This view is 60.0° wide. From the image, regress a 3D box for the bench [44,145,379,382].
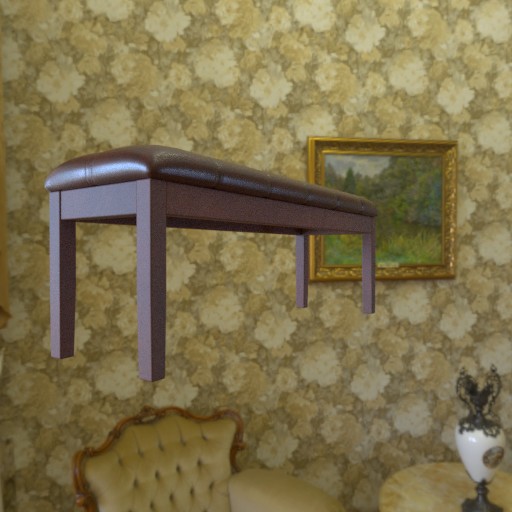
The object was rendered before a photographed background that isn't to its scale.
[{"bbox_3d":[0.000,0.000,1.481,0.401,0.491,1.259,0,1,35],"label":"bench"}]
